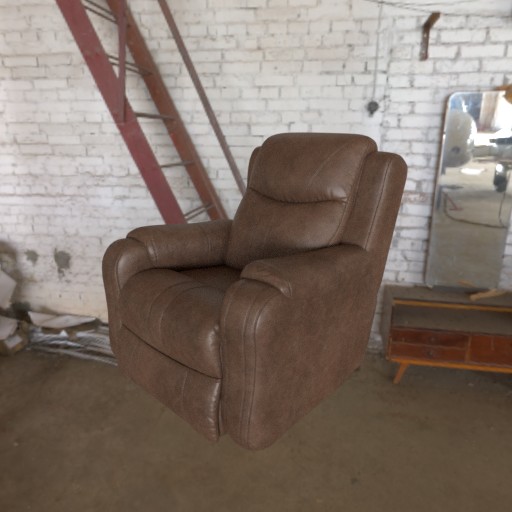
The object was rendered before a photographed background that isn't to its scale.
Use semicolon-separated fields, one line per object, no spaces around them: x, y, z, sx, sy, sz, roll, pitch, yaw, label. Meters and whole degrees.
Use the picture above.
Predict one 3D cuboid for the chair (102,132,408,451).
0.000;0.000;1.863;0.940;0.990;1.067;16;23;42;chair
